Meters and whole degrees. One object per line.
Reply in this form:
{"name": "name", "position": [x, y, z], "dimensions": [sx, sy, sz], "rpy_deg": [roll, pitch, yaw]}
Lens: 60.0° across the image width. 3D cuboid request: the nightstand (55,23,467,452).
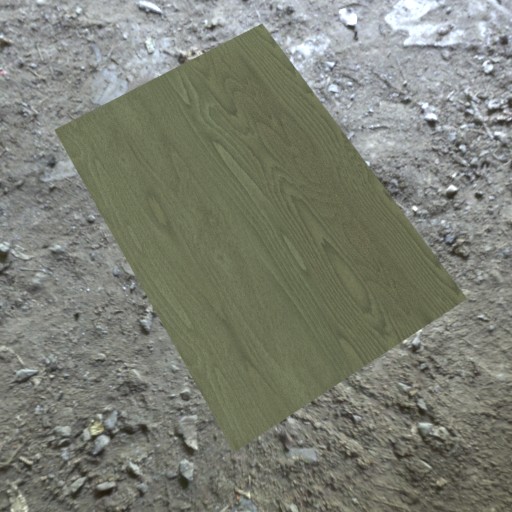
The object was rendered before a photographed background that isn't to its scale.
{"name": "nightstand", "position": [0.000, 0.000, 0.755], "dimensions": [0.325, 0.461, 0.442], "rpy_deg": [-31, 77, -8]}
